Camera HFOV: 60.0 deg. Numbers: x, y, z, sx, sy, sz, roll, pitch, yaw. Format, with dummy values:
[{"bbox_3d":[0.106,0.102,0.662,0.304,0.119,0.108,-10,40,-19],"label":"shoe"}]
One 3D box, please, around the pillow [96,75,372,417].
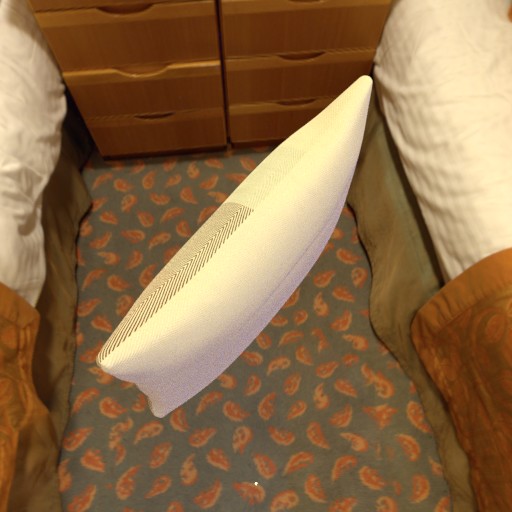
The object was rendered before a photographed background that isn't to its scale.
[{"bbox_3d":[0.000,0.000,0.641,0.139,0.305,0.506,34,68,16],"label":"pillow"}]
